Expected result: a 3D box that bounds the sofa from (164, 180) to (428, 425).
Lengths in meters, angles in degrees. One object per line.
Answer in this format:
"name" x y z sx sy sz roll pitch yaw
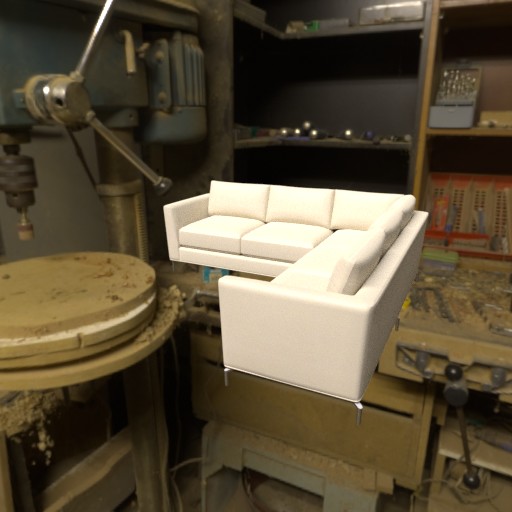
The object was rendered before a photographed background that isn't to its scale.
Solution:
"sofa" 0.000 0.000 3.708 2.430 0.867 2.448 8 19 25
